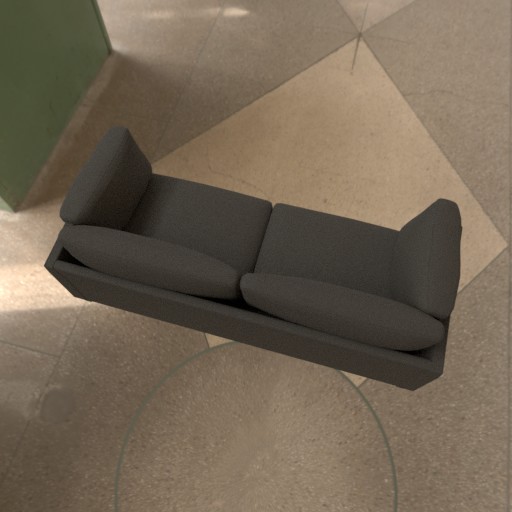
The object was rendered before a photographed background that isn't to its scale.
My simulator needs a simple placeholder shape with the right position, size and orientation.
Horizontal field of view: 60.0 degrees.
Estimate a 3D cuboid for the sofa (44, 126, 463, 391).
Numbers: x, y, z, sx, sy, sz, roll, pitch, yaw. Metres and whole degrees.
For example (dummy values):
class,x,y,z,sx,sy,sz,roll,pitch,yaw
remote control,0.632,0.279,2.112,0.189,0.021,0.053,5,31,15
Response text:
class,x,y,z,sx,sy,sz,roll,pitch,yaw
sofa,0.000,0.000,2.761,2.312,0.792,0.969,14,64,7
